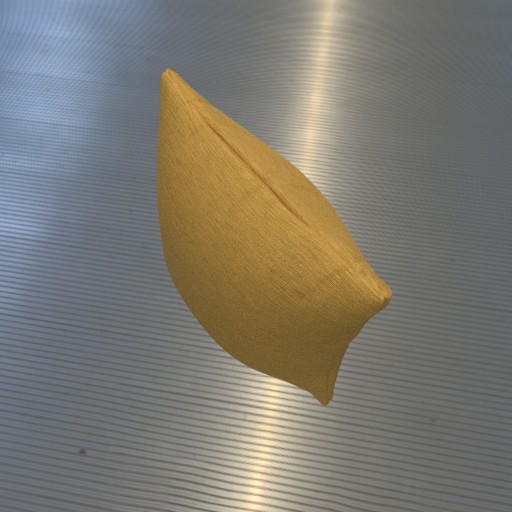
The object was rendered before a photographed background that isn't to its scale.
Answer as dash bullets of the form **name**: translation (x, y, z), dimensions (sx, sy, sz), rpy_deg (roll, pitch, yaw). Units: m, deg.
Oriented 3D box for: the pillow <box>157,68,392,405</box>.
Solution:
- **pillow**: translation (0.000, 0.000, 0.689), dimensions (0.247, 0.417, 0.435), rpy_deg (-32, 64, -18)
